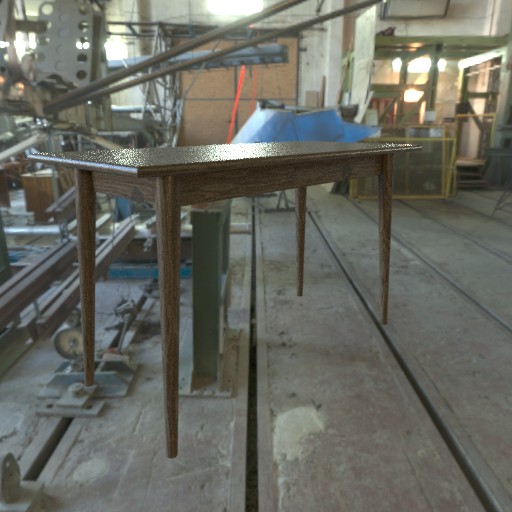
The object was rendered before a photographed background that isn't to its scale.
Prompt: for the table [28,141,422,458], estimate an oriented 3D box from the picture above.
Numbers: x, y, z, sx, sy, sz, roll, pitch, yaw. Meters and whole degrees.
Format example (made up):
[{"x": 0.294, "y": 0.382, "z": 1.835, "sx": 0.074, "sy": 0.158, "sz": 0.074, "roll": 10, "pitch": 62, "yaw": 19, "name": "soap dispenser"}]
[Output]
[{"x": 0.000, "y": 0.000, "z": 1.652, "sx": 0.599, "sy": 0.780, "sz": 1.300, "roll": 16, "pitch": 23, "yaw": 42, "name": "table"}]
